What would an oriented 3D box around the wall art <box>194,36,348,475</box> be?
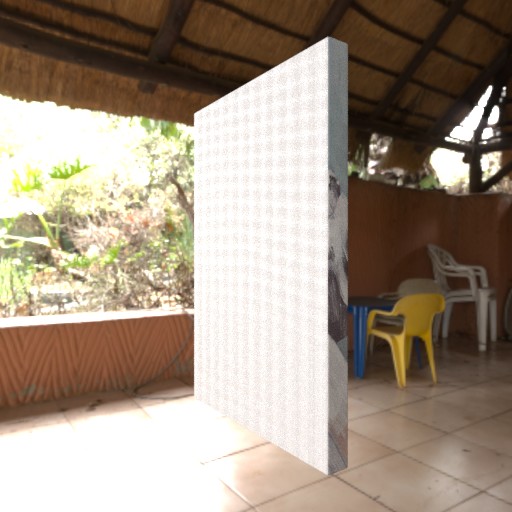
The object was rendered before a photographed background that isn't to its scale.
[{"bbox_3d":[0.000,0.000,1.183,0.061,0.911,0.609,0,0,-35],"label":"wall art"}]
